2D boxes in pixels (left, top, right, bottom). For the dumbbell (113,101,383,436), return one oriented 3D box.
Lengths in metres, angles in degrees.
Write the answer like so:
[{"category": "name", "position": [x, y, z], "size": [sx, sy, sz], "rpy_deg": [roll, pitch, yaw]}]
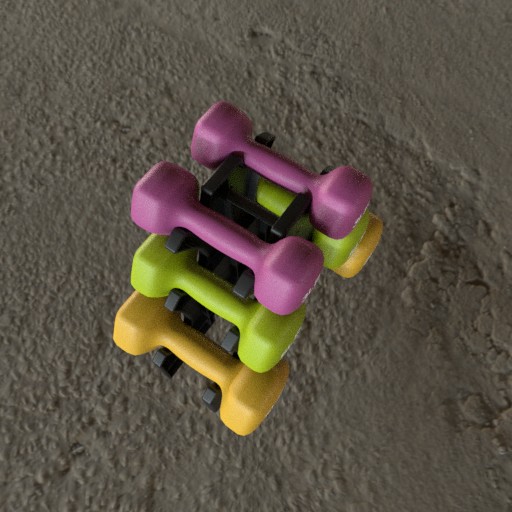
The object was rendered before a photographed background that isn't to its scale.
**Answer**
[{"category": "dumbbell", "position": [0.000, 0.000, 0.460], "size": [0.190, 0.271, 0.300], "rpy_deg": [32, 68, 15]}]
